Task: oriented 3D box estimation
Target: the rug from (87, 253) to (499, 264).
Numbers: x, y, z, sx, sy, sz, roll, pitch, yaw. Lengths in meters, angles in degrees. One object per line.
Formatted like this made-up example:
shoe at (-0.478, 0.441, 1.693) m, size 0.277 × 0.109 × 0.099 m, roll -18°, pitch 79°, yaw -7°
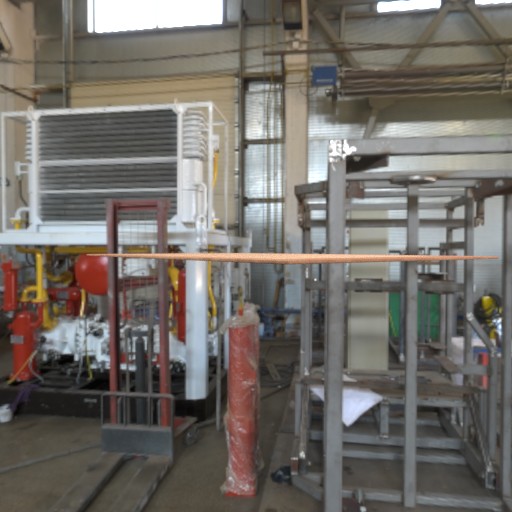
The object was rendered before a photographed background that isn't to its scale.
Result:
rug at (0.000, 0.000, 2.967) m, size 1.524 × 0.014 × 2.438 m, roll -1°, pitch 1°, yaw -36°
